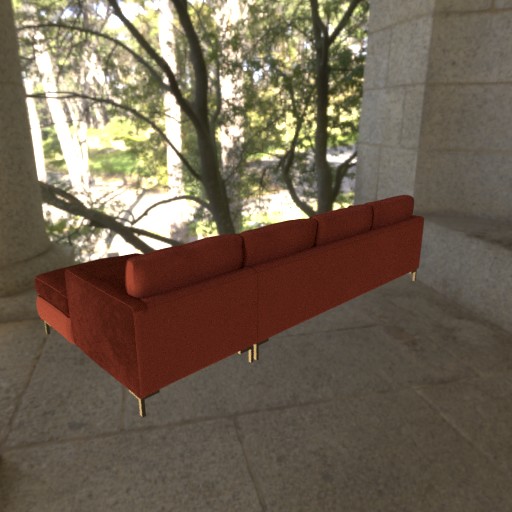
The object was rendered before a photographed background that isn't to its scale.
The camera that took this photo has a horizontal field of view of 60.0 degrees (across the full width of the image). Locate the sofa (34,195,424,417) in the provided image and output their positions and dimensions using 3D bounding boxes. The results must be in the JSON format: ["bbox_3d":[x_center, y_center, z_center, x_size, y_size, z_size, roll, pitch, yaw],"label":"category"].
[{"bbox_3d":[0.000,0.000,3.497,2.932,0.810,1.350,-16,23,-42],"label":"sofa"}]
